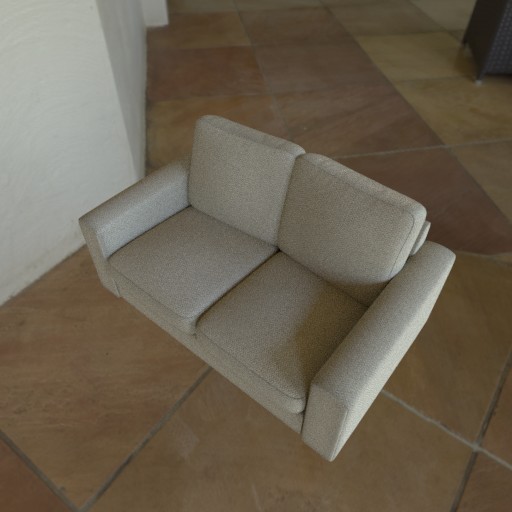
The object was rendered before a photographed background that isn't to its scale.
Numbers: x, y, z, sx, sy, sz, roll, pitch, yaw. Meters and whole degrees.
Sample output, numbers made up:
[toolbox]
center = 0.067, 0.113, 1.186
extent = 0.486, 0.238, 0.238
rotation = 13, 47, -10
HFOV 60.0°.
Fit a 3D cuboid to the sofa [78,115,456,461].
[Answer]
[sofa]
center = 0.000, 0.000, 2.246
extent = 1.616, 0.873, 1.016
rotation = 30, 53, 26
